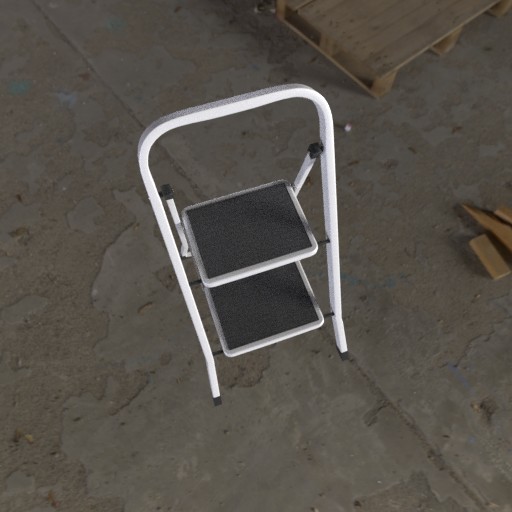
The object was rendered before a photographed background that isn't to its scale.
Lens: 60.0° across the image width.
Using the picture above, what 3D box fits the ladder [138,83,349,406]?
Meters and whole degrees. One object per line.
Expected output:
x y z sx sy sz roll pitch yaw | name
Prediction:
0.000 0.000 1.165 0.460 0.810 0.544 -17 66 -8 | ladder
